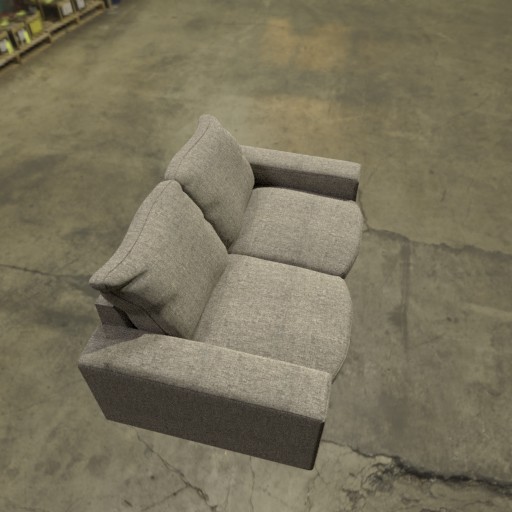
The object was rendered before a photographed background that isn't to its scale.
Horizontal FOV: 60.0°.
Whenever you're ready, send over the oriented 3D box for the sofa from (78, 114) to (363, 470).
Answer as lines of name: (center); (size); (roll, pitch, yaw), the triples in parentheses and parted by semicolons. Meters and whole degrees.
sofa: (0.000, 0.000, 2.392); (1.094, 0.877, 1.758); (10, 46, 10)
